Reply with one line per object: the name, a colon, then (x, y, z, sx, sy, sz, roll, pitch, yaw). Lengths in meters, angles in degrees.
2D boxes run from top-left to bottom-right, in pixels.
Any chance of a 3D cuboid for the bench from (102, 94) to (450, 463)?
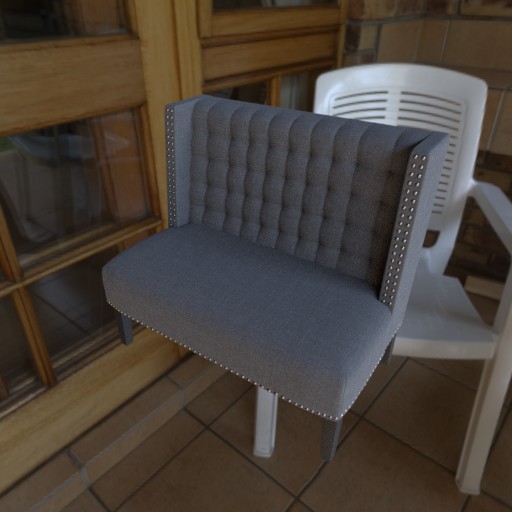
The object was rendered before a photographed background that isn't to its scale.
bench: (0.000, 0.000, 2.004, 1.276, 1.121, 0.842, 20, 37, 29)
